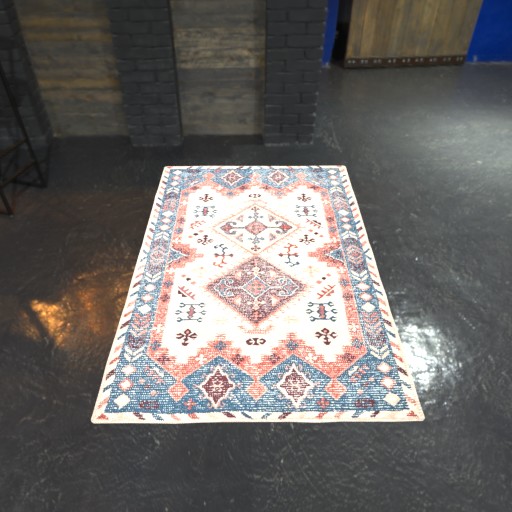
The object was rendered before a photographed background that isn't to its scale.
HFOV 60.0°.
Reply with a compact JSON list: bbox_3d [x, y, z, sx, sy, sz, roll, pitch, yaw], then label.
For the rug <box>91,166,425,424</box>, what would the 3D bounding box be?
[{"bbox_3d":[0.000,0.000,2.301,1.225,0.015,1.840,0,41,0],"label":"rug"}]
